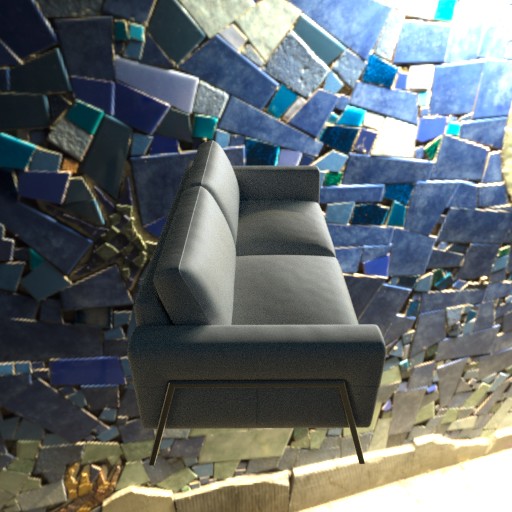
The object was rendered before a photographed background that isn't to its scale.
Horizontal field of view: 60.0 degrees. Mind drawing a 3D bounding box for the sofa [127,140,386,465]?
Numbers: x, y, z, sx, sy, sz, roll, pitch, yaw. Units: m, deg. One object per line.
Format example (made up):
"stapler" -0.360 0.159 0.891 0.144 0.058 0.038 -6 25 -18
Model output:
"sofa" 0.000 0.000 2.534 0.953 0.875 2.017 0 31 0
